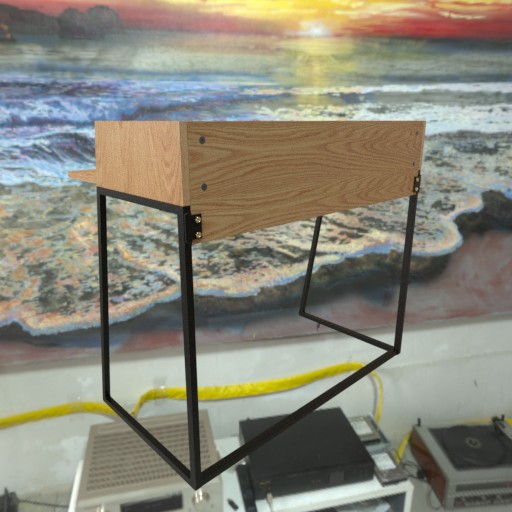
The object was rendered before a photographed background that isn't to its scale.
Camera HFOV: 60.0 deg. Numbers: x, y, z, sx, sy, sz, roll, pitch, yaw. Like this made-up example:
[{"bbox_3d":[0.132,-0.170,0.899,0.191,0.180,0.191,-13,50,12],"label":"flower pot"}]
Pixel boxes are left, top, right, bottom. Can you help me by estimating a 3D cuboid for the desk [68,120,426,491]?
[{"bbox_3d":[0.000,0.000,1.816,1.191,1.061,0.769,-15,23,-41],"label":"desk"}]
